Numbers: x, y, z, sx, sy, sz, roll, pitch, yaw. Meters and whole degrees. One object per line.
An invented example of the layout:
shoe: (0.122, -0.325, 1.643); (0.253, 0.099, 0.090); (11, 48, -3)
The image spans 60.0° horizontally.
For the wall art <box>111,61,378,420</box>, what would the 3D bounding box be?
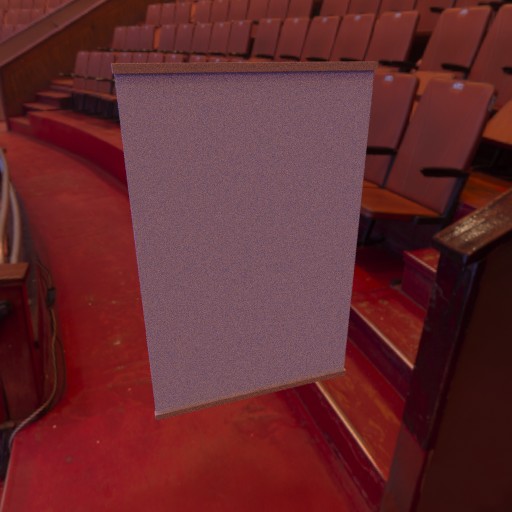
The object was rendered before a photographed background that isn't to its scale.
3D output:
wall art: (0.000, 0.000, 1.899); (0.990, 1.519, 0.030); (-8, 26, -17)
